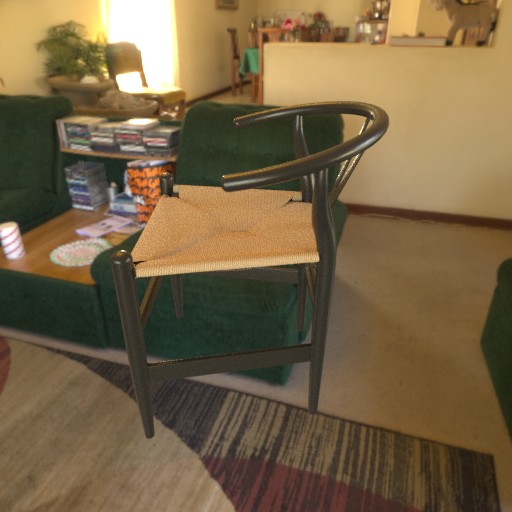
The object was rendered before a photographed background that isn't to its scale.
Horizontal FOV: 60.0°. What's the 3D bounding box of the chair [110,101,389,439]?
[{"bbox_3d":[0.000,0.000,1.149,0.570,0.739,0.570,0,28,0],"label":"chair"}]
